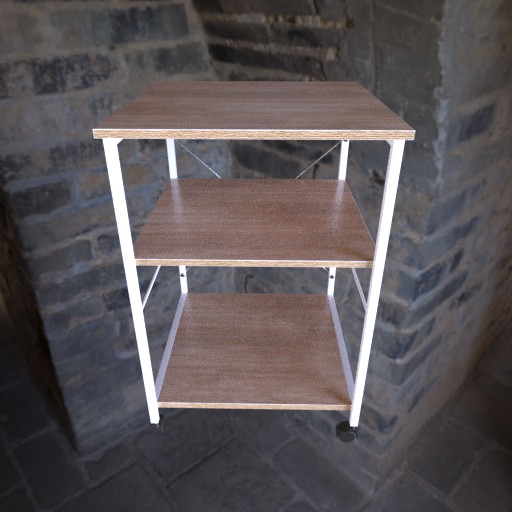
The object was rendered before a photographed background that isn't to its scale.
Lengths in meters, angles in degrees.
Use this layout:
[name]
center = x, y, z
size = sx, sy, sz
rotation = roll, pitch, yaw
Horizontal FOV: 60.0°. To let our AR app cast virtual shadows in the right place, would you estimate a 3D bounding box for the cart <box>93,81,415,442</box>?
[cart]
center = 0.000, 0.000, 1.128
size = 0.521, 0.762, 0.520
rotation = 1, 30, 1
